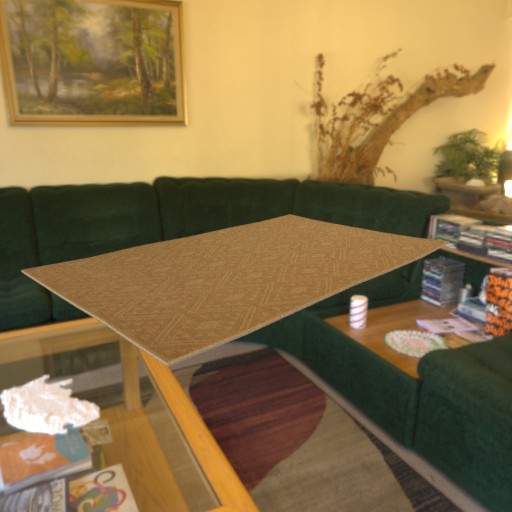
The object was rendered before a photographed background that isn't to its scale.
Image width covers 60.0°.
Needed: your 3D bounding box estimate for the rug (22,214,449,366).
[{"bbox_3d":[0.000,0.000,2.941,2.430,0.053,1.553,-15,22,-42],"label":"rug"}]
